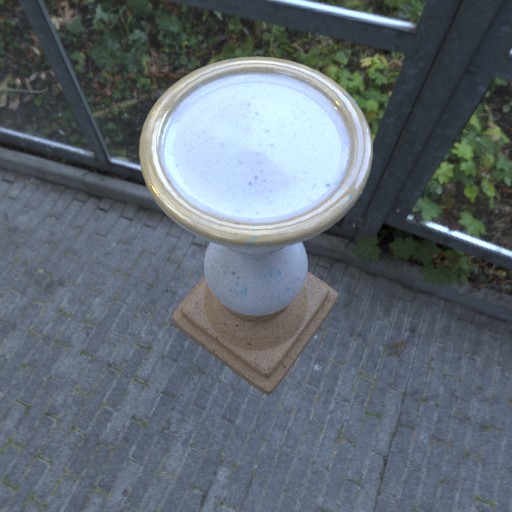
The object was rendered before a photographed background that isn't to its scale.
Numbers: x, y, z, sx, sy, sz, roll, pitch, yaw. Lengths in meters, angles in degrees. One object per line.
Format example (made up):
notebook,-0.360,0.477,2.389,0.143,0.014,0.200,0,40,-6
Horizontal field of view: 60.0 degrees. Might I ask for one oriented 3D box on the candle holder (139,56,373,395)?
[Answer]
candle holder,0.000,0.000,0.299,0.110,0.239,0.110,34,69,15
